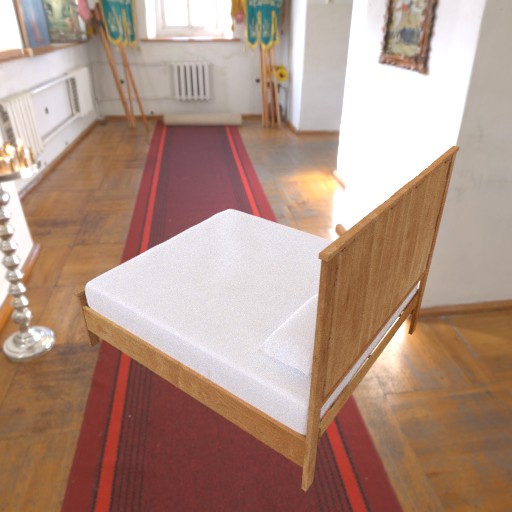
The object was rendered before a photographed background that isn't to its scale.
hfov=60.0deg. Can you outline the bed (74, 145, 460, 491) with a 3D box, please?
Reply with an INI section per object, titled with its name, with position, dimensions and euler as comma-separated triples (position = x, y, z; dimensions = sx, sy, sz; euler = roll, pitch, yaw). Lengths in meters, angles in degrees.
[bed]
position = 0.000, 0.000, 4.034
dimensions = 2.530, 1.938, 2.225
euler = 21, 36, 31
